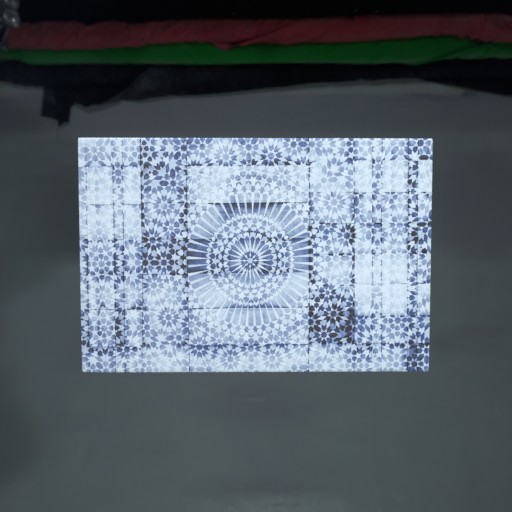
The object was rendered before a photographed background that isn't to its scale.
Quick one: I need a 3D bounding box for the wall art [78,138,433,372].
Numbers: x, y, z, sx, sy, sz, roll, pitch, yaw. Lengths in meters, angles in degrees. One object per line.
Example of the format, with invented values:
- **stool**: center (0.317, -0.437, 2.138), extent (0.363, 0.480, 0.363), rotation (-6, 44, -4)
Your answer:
- **wall art**: center (0.000, 0.000, 1.179), extent (0.911, 0.608, 0.057), rotation (0, 3, -1)
